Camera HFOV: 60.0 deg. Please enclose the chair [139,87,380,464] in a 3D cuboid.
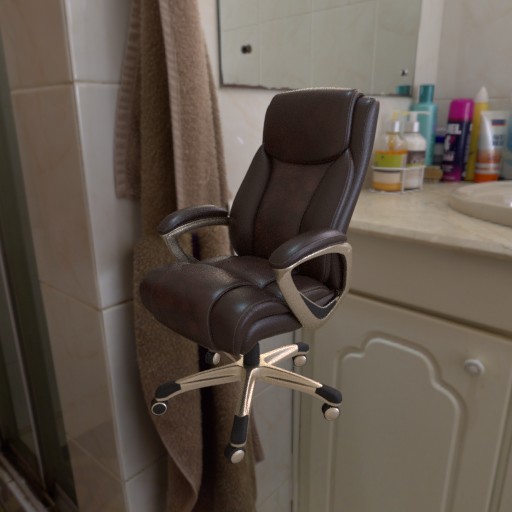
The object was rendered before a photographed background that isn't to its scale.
[{"bbox_3d":[0.000,0.000,1.638,0.692,1.194,0.749,16,23,42],"label":"chair"}]
